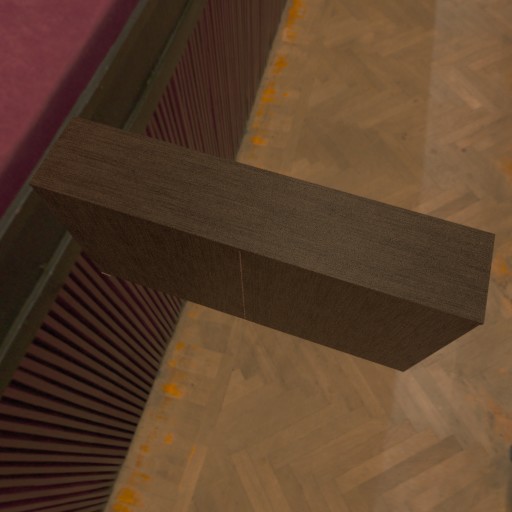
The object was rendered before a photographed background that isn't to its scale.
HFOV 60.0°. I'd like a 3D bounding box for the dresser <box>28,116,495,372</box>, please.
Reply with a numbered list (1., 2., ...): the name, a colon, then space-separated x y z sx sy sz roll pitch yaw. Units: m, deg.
1. dresser: 0.000 0.000 1.838 1.535 0.790 0.333 17 66 8
